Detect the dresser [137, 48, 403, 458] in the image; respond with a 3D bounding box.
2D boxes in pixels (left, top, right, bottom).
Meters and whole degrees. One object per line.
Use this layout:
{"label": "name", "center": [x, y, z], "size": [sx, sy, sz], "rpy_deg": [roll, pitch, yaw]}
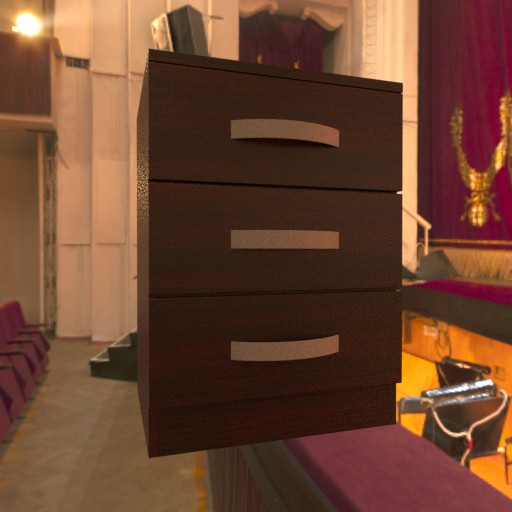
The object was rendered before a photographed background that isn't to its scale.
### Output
{"label": "dresser", "center": [0.000, 0.000, 0.803], "size": [0.400, 0.560, 0.360], "rpy_deg": [0, 1, -18]}
